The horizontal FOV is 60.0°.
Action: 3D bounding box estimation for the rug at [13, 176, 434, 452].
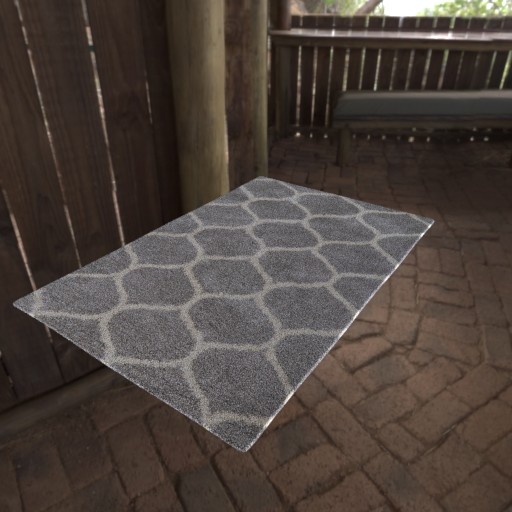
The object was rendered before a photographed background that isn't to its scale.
[{"bbox_3d":[0.000,0.000,3.248,1.801,0.026,2.701,20,36,30],"label":"rug"}]
